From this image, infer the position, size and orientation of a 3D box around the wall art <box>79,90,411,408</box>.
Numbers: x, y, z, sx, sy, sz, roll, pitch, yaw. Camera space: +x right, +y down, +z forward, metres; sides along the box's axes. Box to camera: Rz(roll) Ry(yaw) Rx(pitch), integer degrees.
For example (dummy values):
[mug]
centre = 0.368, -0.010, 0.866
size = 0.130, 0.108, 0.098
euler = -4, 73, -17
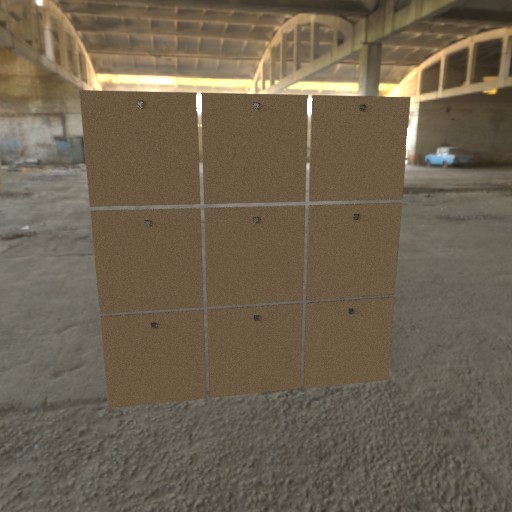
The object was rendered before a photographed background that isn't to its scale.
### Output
[wall art]
centre = 0.000, 0.000, 1.763
size = 1.221, 1.218, 0.019
euler = -3, 14, -10
